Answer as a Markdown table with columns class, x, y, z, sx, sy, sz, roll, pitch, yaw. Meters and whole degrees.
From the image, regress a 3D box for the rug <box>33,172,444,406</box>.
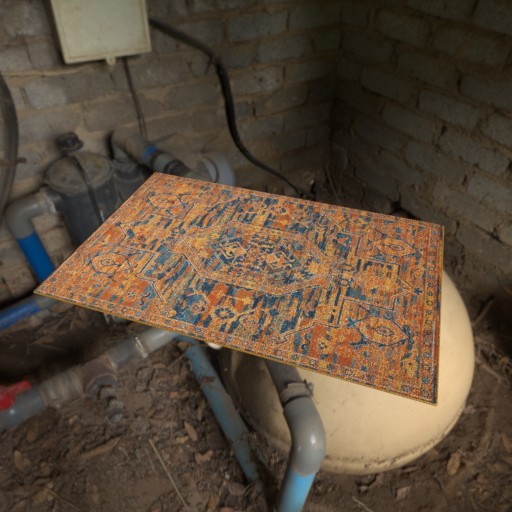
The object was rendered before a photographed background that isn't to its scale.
| class | x | y | z | sx | sy | sz | roll | pitch | yaw |
| --- | --- | --- | --- | --- | --- | --- | --- | --- | --- |
| rug | 0.000 | 0.000 | 1.081 | 0.863 | 0.008 | 0.557 | 13 | 42 | 14 |
